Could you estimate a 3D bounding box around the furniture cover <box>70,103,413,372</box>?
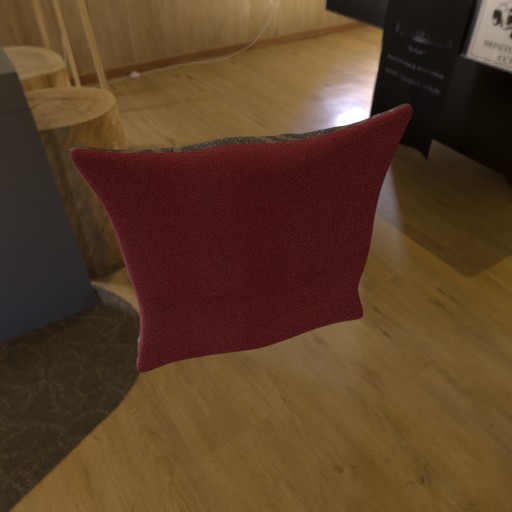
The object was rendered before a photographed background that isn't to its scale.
[{"bbox_3d":[0.000,0.000,0.809,0.514,0.513,0.163,-12,43,-13],"label":"furniture cover"}]
